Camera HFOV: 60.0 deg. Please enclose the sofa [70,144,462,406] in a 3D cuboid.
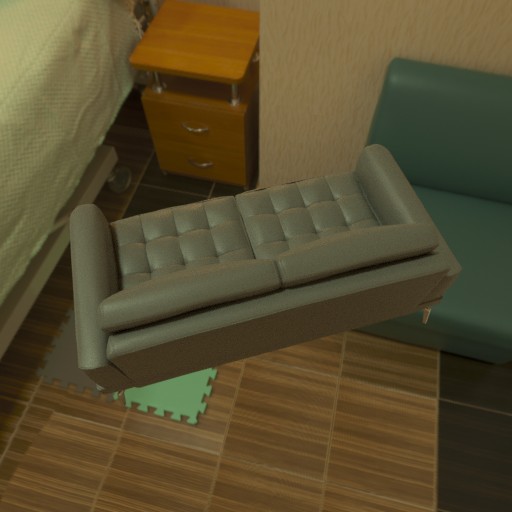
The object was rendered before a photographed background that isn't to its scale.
[{"bbox_3d":[0.000,0.000,2.741,2.177,0.930,1.121,-13,59,-8],"label":"sofa"}]
